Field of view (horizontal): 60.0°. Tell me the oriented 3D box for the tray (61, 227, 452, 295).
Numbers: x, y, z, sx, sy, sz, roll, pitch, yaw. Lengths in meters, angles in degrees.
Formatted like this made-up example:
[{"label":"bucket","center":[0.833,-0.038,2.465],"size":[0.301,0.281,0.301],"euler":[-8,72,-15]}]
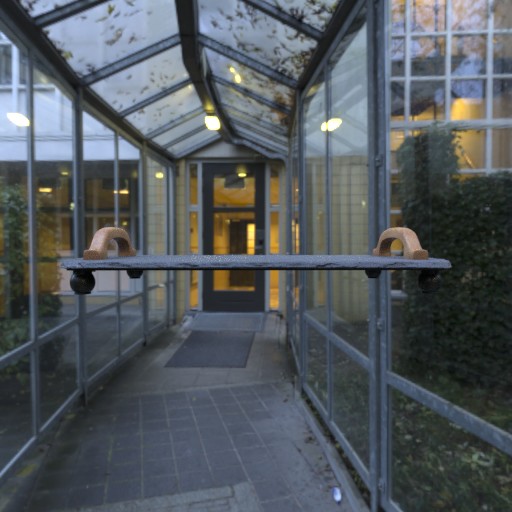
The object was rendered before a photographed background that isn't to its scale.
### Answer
[{"label":"tray","center":[0.000,0.000,0.484],"size":[0.387,0.062,0.231],"euler":[0,1,-1]}]
